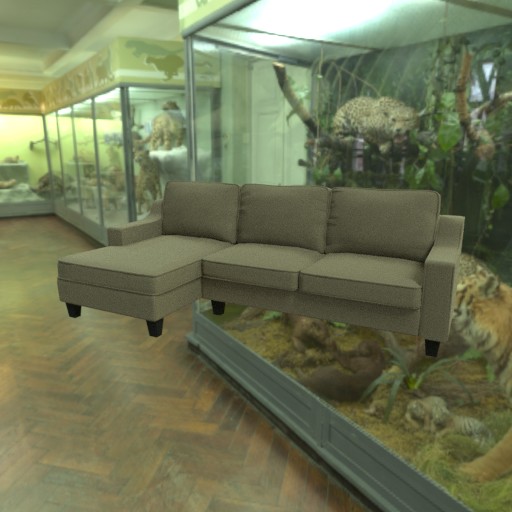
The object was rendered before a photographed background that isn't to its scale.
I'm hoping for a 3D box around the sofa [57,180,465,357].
[{"bbox_3d":[0.000,0.000,3.104,2.561,0.928,1.294,7,15,26],"label":"sofa"}]
